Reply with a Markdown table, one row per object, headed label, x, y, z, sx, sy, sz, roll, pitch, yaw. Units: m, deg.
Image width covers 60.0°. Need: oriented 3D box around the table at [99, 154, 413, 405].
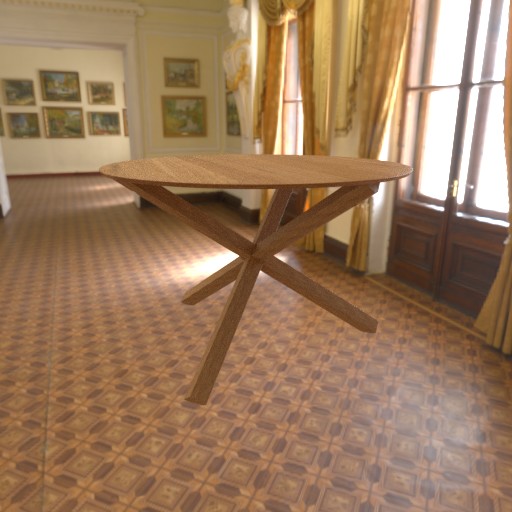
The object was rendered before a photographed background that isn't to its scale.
| label | x | y | z | sx | sy | sz | roll | pitch | yaw |
| --- | --- | --- | --- | --- | --- | --- | --- | --- | --- |
| table | 0.000 | 0.000 | 1.640 | 1.038 | 0.666 | 1.038 | 0 | 17 | 0 |
